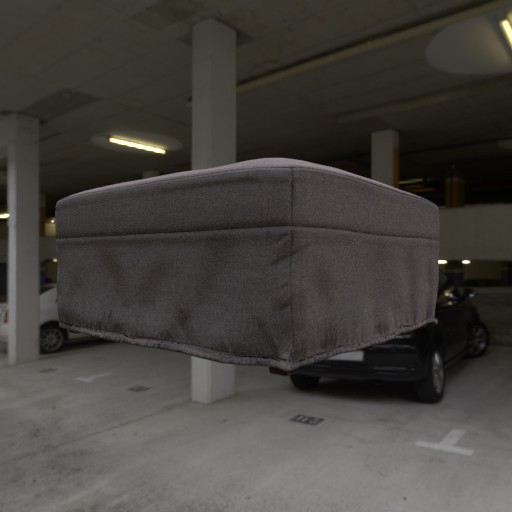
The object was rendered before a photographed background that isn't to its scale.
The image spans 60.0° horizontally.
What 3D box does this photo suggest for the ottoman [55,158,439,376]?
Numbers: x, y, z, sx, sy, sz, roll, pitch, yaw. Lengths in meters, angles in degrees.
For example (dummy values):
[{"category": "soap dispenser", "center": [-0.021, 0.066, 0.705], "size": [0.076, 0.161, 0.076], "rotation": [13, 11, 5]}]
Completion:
[{"category": "ottoman", "center": [0.000, 0.000, 1.323], "size": [0.840, 0.436, 0.843], "rotation": [0, 0, 39]}]
